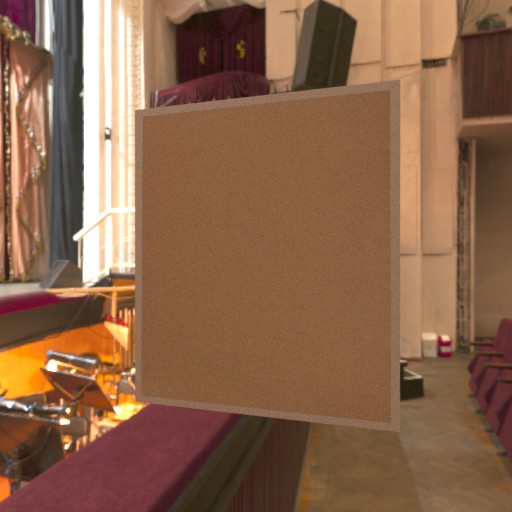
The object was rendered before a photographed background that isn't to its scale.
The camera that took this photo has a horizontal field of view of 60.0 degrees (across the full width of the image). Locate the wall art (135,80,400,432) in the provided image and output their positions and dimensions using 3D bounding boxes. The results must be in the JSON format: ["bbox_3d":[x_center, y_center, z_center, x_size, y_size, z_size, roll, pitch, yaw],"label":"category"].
[{"bbox_3d":[0.000,0.000,0.779,0.482,0.557,0.012,0,0,18],"label":"wall art"}]
